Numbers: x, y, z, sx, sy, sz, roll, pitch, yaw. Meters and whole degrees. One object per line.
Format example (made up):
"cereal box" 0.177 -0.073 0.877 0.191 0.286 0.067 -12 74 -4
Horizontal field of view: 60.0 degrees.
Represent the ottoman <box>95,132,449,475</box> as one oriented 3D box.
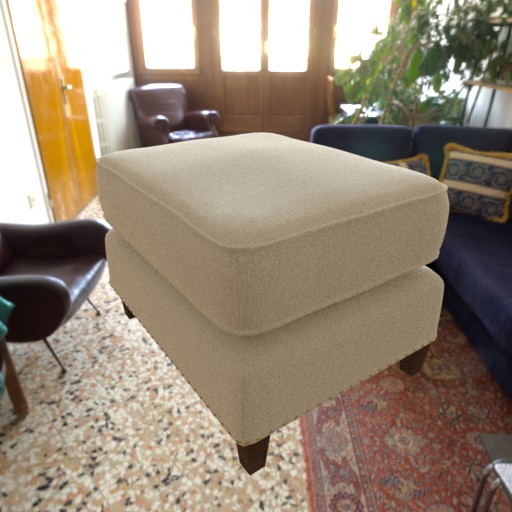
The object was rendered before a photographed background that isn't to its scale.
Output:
"ottoman" 0.000 0.000 1.133 0.589 0.537 0.738 -17 31 -31
